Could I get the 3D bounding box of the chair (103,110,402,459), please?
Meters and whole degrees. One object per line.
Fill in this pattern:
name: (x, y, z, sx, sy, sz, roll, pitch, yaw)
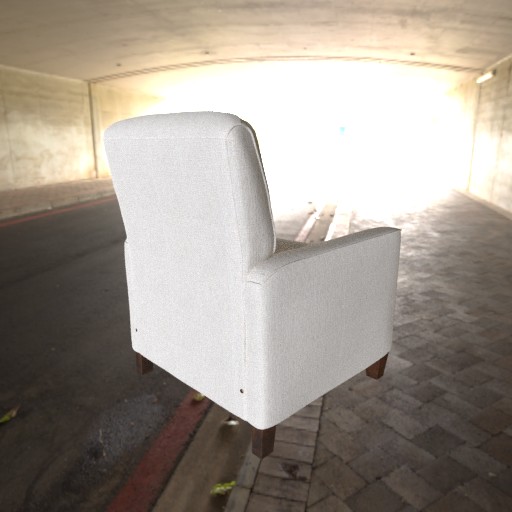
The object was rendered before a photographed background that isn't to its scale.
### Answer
chair: (0.000, 0.000, 1.713, 0.858, 1.028, 0.841, -14, 20, -43)
